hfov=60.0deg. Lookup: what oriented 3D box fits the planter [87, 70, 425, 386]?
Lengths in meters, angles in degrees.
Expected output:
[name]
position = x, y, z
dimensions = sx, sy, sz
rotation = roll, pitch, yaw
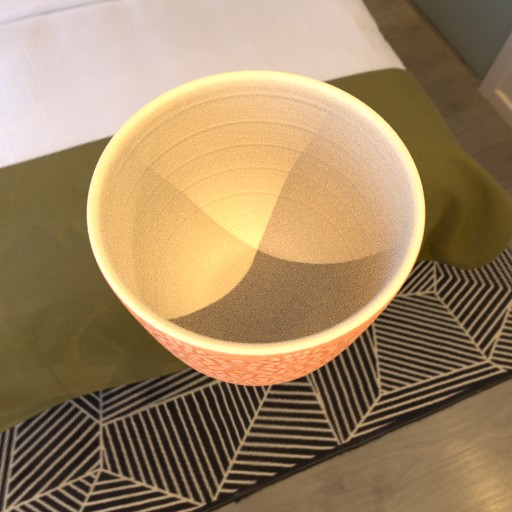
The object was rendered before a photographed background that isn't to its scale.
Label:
[planter]
position = 0.000, 0.000, 0.359
dimensions = 0.208, 0.190, 0.208
rotation = 0, 64, 0
